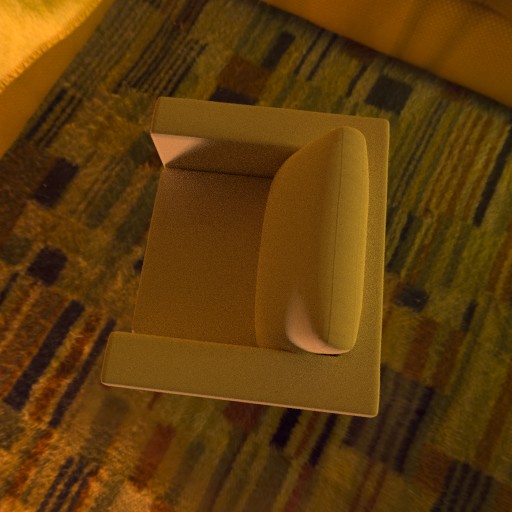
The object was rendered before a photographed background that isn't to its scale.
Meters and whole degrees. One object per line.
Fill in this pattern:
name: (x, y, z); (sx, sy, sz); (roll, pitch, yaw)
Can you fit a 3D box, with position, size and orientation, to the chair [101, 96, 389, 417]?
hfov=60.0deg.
chair: (0.000, 0.000, 1.801); (0.957, 0.878, 1.150); (6, 75, 2)
